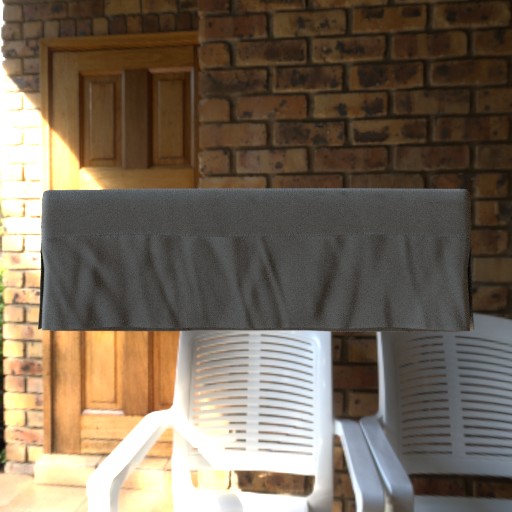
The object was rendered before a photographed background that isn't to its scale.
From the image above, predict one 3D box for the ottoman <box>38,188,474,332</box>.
[{"bbox_3d":[0.000,0.000,1.675,1.388,0.457,0.665,0,1,1],"label":"ottoman"}]
